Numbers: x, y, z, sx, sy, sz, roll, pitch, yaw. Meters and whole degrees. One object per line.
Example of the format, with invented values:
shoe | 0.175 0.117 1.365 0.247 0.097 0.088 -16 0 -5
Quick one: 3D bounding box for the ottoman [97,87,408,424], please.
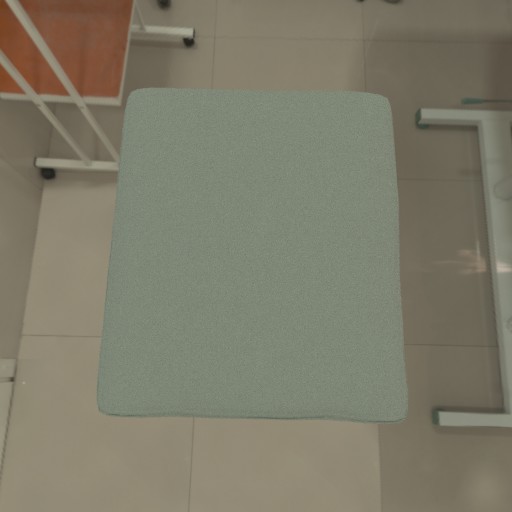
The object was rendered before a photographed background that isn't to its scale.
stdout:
ottoman | 0.000 0.000 1.463 0.842 0.494 0.991 1 76 0
